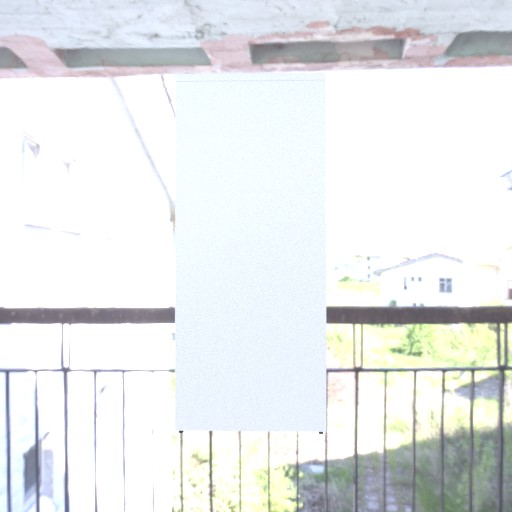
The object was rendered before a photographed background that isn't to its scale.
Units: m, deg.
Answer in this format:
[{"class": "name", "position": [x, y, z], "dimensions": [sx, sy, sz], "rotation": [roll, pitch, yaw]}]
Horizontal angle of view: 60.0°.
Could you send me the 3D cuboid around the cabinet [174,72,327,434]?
[{"class": "cabinet", "position": [0.000, 0.000, 1.830], "dimensions": [0.380, 0.900, 1.450], "rotation": [0, -1, 1]}]
